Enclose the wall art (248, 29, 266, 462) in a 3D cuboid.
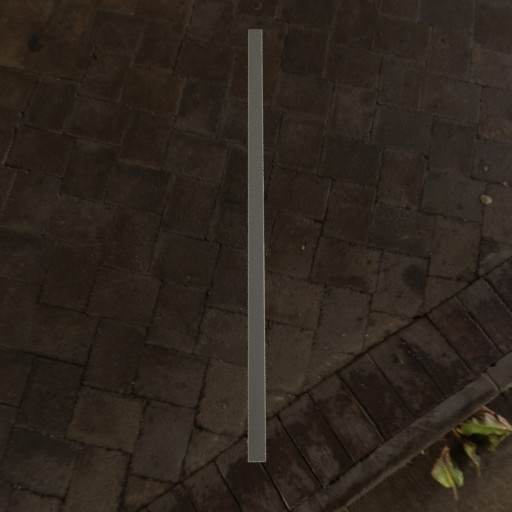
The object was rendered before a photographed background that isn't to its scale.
[{"bbox_3d":[0.000,0.000,0.802,0.021,0.410,0.615,0,75,0],"label":"wall art"}]
